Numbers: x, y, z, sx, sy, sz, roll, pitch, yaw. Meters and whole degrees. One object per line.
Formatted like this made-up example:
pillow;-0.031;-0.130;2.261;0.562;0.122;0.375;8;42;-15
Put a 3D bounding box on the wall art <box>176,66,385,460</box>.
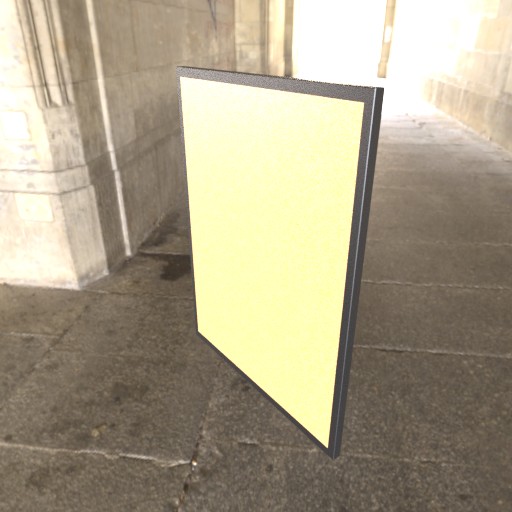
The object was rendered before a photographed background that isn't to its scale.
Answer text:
wall art;0.000;0.000;1.350;0.030;1.027;0.774;-19;32;-33
